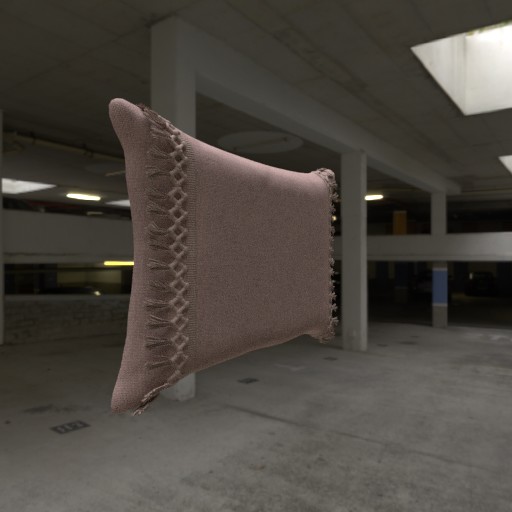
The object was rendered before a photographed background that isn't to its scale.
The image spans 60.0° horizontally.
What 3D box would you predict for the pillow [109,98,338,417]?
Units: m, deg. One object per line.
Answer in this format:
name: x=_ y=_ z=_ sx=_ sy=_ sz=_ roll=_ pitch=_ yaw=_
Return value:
pillow: x=0.000 y=0.000 z=0.602 sx=0.084 sy=0.305 sz=0.466 roll=0 pitch=0 yaw=36
